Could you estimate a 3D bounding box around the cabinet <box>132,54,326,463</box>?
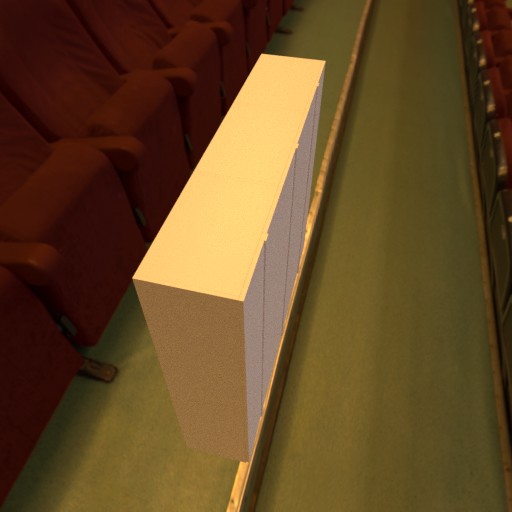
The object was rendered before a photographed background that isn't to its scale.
[{"bbox_3d":[0.000,0.000,3.931,0.590,2.370,2.700,11,48,10],"label":"cabinet"}]
